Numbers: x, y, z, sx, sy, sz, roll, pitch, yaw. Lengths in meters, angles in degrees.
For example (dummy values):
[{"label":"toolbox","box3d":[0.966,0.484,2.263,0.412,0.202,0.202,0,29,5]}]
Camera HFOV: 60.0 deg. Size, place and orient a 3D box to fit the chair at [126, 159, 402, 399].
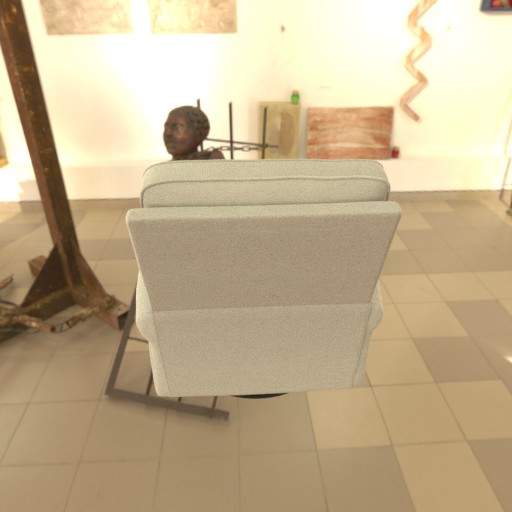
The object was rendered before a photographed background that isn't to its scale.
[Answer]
[{"label":"chair","box3d":[0.000,0.000,1.696,0.890,0.960,0.878,-2,31,-3]}]
